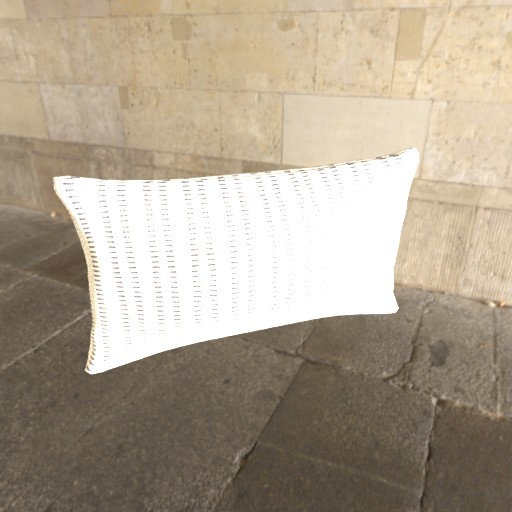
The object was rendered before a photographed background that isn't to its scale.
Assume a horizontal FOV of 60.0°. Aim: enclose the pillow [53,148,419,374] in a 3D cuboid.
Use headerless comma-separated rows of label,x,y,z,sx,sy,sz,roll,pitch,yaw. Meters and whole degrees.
pillow,0.000,0.000,0.810,0.640,0.353,0.210,-8,27,-17
